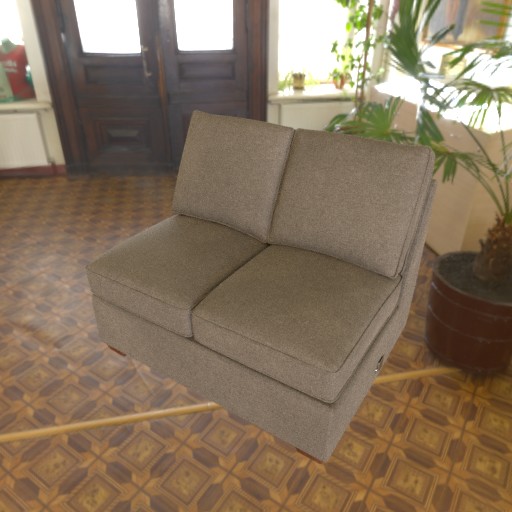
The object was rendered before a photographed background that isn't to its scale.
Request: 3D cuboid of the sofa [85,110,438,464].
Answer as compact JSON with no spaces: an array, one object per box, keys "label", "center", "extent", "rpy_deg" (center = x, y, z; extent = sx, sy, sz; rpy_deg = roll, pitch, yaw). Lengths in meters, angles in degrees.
[{"label":"sofa","center":[0.000,0.000,1.978],"extent":[1.237,1.008,0.951],"rpy_deg":[18,35,28]}]
